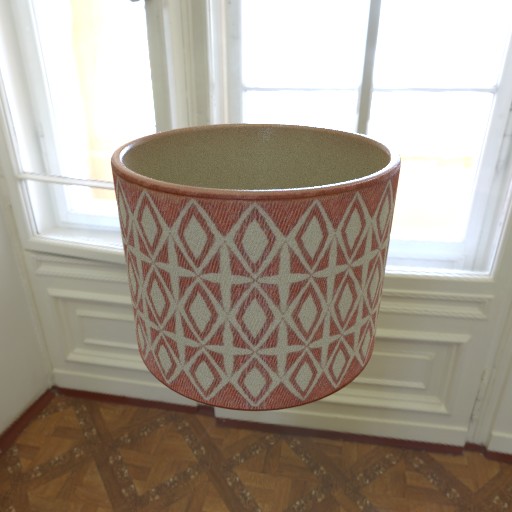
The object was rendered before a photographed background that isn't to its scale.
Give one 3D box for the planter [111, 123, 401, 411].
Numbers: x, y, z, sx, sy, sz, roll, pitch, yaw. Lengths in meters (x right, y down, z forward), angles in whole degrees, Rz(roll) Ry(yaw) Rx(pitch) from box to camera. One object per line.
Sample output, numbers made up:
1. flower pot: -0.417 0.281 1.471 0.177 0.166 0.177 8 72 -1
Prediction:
1. planter: 0.000 0.000 0.486 0.273 0.237 0.273 0 27 0
